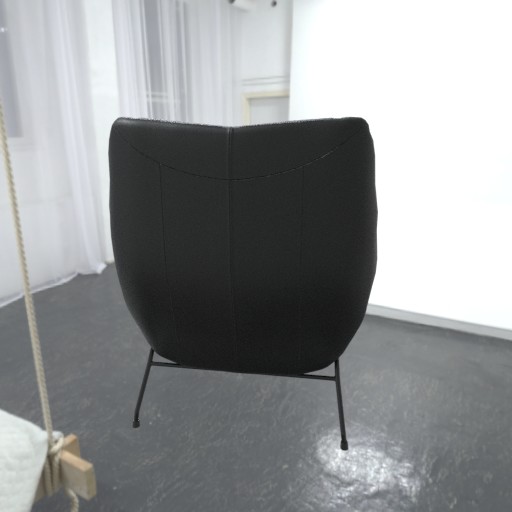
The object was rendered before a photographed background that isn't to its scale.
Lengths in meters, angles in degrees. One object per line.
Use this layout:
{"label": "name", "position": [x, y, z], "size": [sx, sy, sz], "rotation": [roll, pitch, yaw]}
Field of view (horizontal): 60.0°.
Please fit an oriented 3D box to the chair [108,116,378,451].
{"label": "chair", "position": [0.000, 0.000, 1.569], "size": [0.836, 0.922, 0.826], "rotation": [2, 16, 9]}
